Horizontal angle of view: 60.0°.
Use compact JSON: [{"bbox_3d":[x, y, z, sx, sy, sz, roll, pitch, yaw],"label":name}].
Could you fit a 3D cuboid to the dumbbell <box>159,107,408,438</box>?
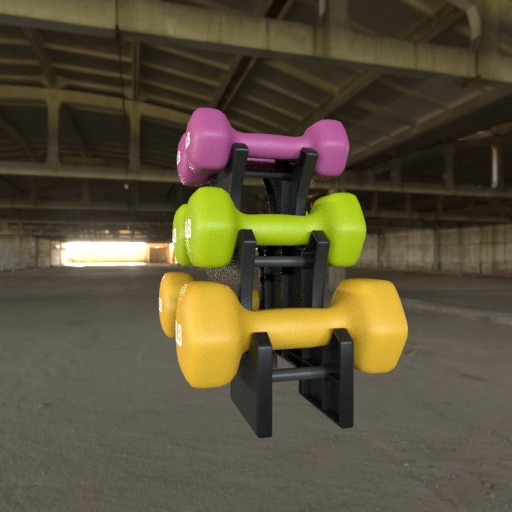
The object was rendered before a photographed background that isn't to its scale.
[{"bbox_3d":[0.000,0.000,0.476,0.190,0.271,0.300,0,0,-16],"label":"dumbbell"}]
